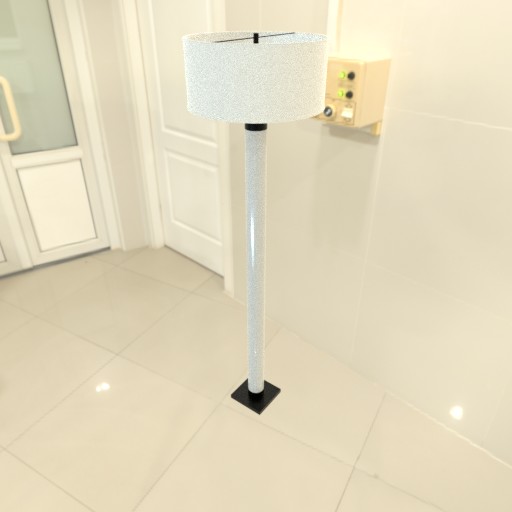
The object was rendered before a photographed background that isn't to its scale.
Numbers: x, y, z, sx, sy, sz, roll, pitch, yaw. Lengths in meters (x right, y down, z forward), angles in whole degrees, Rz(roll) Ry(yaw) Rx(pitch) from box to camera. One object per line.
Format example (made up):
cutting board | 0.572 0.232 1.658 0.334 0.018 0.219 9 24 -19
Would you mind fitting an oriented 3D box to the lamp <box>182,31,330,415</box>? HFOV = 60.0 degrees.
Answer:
lamp | 0.000 0.000 1.637 0.420 1.475 0.420 21 37 31
